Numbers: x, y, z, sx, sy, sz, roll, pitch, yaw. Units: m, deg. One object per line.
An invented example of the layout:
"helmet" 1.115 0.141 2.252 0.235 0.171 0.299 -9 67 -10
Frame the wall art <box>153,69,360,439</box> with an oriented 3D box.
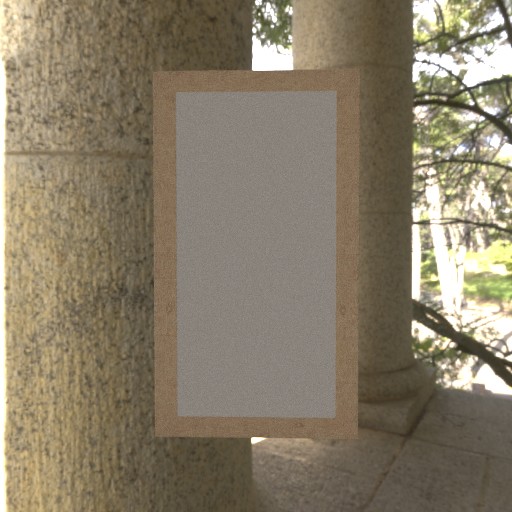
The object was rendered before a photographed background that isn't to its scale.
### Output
"wall art" 0.000 0.000 0.830 0.381 0.683 0.013 0 2 2
